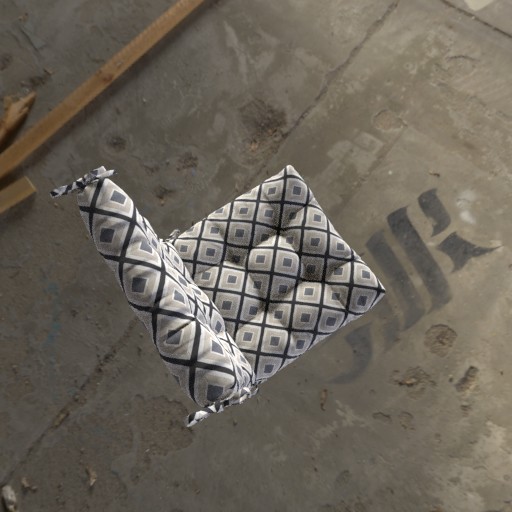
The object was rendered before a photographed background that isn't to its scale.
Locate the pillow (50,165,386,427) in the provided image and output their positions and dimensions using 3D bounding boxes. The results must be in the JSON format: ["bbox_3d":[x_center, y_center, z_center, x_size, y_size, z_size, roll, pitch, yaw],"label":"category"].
[{"bbox_3d":[0.000,0.000,1.034,0.571,0.605,0.519,-32,76,-9],"label":"pillow"}]
